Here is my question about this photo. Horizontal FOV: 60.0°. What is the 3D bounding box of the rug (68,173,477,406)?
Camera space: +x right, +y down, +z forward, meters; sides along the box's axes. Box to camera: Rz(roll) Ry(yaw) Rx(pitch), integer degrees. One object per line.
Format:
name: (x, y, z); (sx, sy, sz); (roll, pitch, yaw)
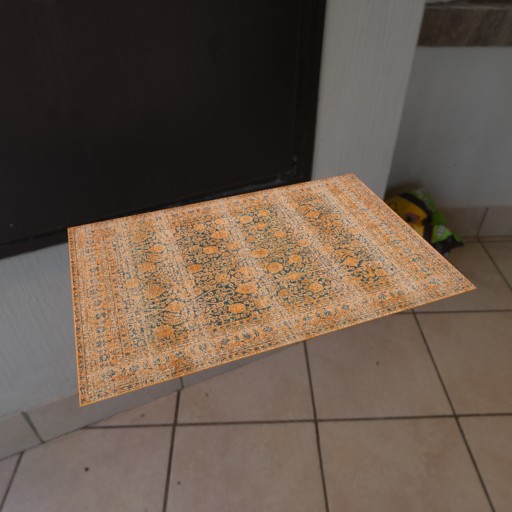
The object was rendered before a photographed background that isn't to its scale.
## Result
rug: (0.000, 0.000, 2.962); (2.336, 0.007, 1.525); (-13, 41, -15)
